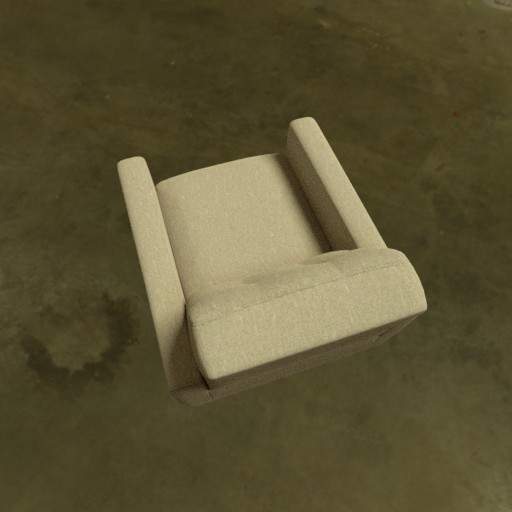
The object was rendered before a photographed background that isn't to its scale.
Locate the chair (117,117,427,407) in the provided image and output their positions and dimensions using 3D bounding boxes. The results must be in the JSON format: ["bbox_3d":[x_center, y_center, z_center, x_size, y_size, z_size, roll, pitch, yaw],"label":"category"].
[{"bbox_3d":[0.000,0.000,1.811,0.897,0.965,1.128,-16,60,-9],"label":"chair"}]
